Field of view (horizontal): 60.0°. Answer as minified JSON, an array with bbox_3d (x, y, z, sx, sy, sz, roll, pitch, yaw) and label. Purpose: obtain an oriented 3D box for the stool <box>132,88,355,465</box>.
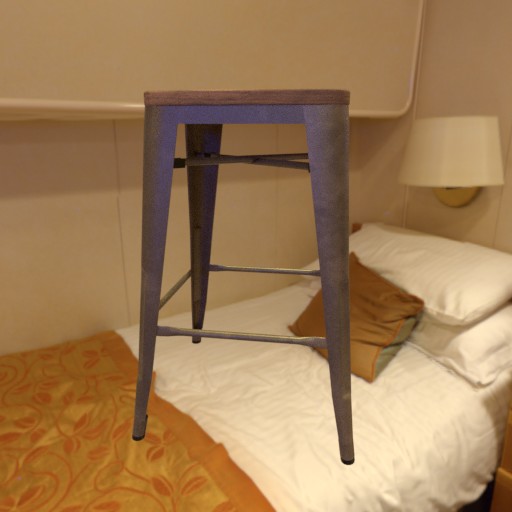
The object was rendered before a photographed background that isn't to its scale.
[{"bbox_3d":[0.000,0.000,0.891,0.407,0.607,0.407,3,17,9],"label":"stool"}]
